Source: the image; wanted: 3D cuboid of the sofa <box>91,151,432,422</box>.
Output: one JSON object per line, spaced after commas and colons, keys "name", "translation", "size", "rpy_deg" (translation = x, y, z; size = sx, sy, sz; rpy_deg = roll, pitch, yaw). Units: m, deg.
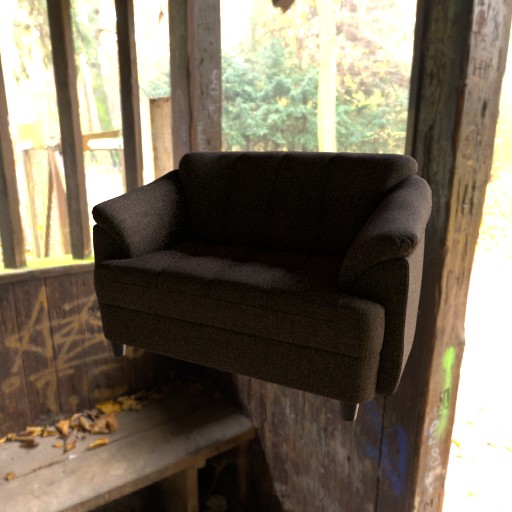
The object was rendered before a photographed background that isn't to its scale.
{"name": "sofa", "translation": [0.000, 0.000, 1.963], "size": [1.404, 0.895, 0.799], "rpy_deg": [7, 16, 26]}
